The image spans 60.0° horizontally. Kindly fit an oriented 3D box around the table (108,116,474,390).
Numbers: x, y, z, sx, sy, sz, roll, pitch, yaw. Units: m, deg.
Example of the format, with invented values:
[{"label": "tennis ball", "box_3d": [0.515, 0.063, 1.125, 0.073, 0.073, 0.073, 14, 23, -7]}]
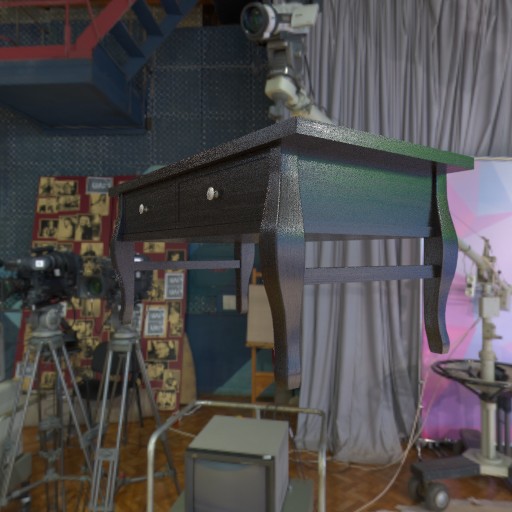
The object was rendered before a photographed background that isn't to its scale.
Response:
[{"label": "table", "box_3d": [0.000, 0.000, 1.372, 0.600, 0.494, 1.062, 0, 0, -35]}]
